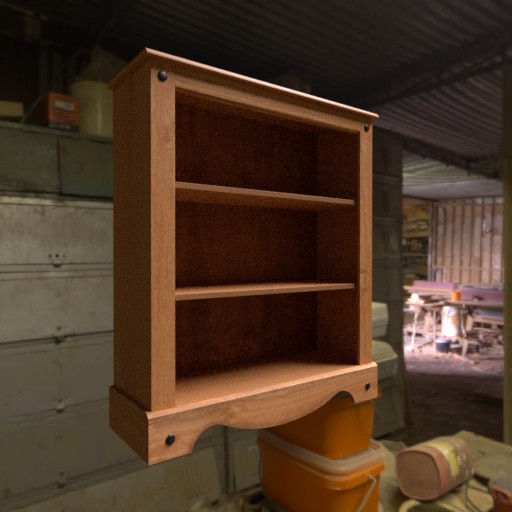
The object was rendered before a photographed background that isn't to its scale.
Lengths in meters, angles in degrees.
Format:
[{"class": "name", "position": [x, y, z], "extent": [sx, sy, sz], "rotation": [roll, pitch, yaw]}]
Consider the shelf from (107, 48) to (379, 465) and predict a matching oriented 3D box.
[{"class": "shelf", "position": [0.000, 0.000, 1.398], "extent": [0.840, 0.980, 0.291], "rotation": [0, 1, -36]}]
